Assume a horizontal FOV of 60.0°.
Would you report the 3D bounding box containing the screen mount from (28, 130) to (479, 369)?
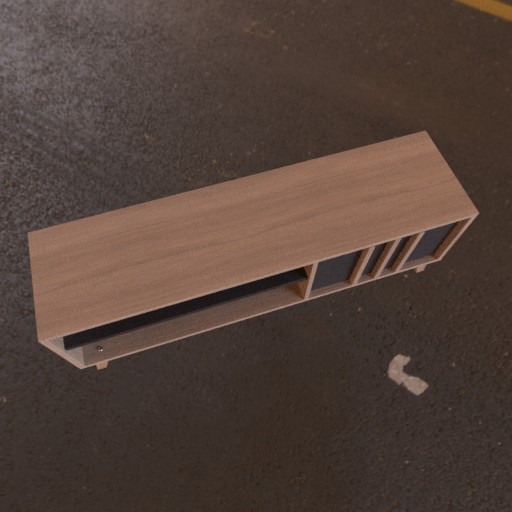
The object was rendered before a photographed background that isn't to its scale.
[{"bbox_3d":[0.000,0.000,1.746,1.500,0.509,0.401,-16,64,-8],"label":"screen mount"}]
